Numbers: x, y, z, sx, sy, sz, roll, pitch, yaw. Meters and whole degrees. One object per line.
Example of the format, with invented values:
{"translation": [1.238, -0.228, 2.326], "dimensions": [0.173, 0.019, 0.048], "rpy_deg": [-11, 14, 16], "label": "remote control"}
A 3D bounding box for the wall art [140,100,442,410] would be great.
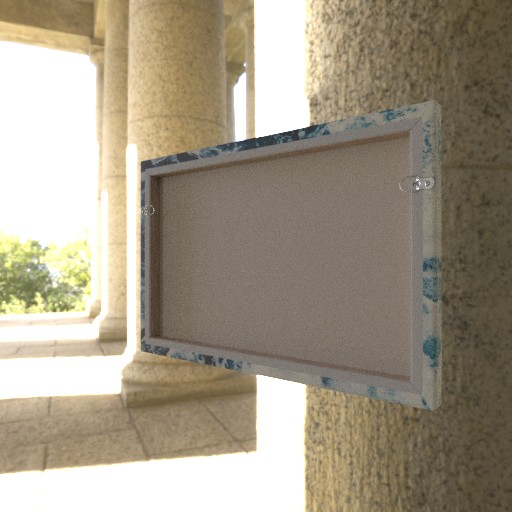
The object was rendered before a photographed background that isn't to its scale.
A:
{"translation": [0.000, 0.000, 1.158], "dimensions": [0.915, 0.610, 0.042], "rpy_deg": [0, 0, 38], "label": "wall art"}
